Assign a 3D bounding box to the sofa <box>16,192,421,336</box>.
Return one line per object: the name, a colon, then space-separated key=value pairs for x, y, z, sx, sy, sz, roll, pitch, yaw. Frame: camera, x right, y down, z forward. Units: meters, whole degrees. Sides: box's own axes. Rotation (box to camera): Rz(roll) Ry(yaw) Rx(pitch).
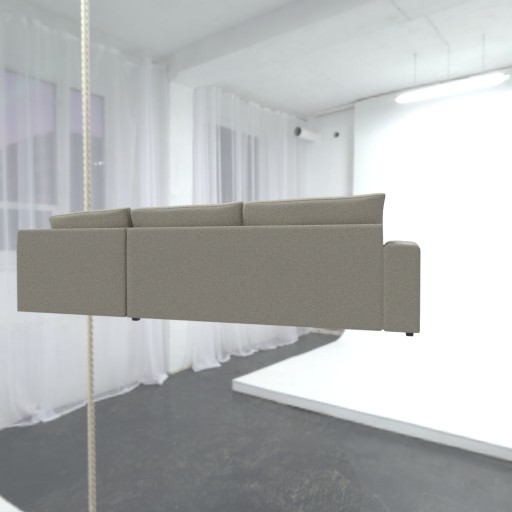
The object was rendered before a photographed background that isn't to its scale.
sofa: x=0.000 y=0.000 z=4.647 sx=3.066 sy=0.918 sz=3.206 roll=0 pitch=1 yaw=17
